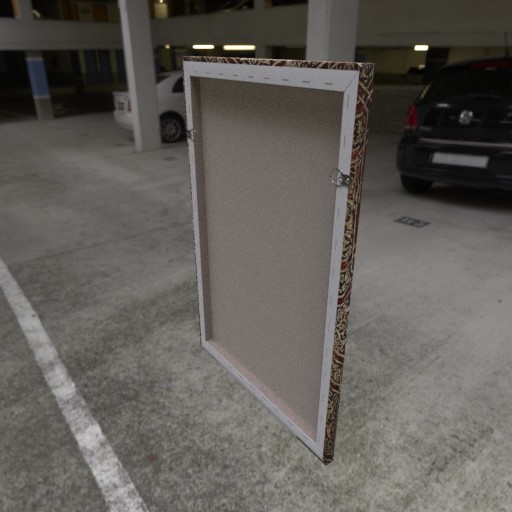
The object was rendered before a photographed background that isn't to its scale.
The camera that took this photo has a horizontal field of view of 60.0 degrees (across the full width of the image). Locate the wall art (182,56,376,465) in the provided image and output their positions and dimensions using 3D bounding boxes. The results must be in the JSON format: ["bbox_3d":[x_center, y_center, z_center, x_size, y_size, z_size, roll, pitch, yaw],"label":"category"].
[{"bbox_3d":[0.000,0.000,1.113,0.030,0.904,0.599,-18,31,-33],"label":"wall art"}]
